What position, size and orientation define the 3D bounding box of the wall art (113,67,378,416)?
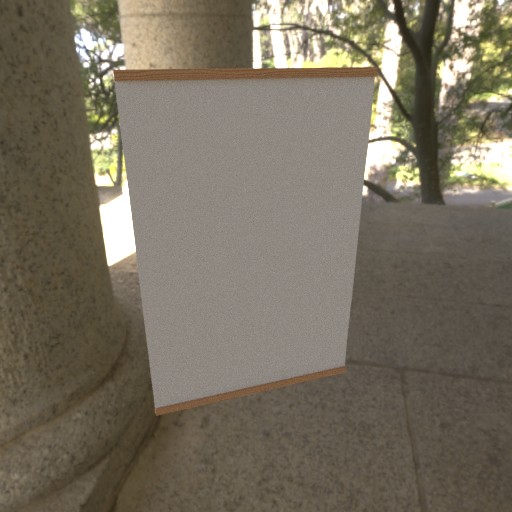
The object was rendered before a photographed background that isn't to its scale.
[{"bbox_3d":[0.000,0.000,1.950,1.011,1.521,0.025,-8,26,-16],"label":"wall art"}]
